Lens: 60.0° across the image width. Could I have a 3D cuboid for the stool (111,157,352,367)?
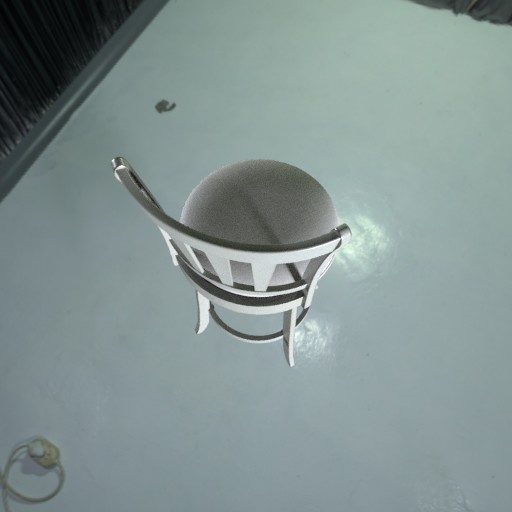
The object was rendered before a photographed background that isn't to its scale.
[{"bbox_3d":[0.000,0.000,1.268,0.436,1.042,0.475,18,65,8],"label":"stool"}]
